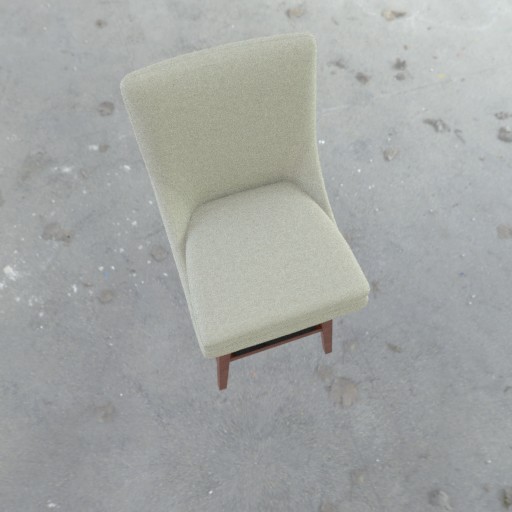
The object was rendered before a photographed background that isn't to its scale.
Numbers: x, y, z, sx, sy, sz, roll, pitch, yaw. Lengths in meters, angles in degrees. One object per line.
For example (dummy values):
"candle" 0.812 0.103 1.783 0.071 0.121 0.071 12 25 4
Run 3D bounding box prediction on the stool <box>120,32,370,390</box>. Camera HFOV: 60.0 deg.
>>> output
"stool" 0.000 0.000 1.356 0.470 1.092 0.559 -17 66 -8
